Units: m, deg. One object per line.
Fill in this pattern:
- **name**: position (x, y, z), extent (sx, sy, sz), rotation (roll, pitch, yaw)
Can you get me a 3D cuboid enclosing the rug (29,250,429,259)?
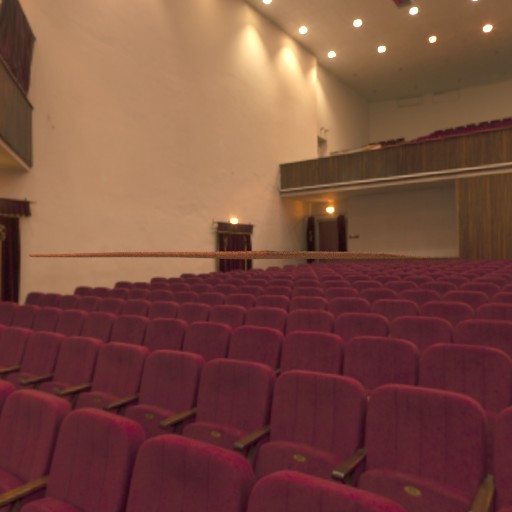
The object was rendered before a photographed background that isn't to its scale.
- **rug**: position (0.000, 0.000, 5.107), extent (2.873, 0.053, 3.778), rotation (-1, -1, 36)
